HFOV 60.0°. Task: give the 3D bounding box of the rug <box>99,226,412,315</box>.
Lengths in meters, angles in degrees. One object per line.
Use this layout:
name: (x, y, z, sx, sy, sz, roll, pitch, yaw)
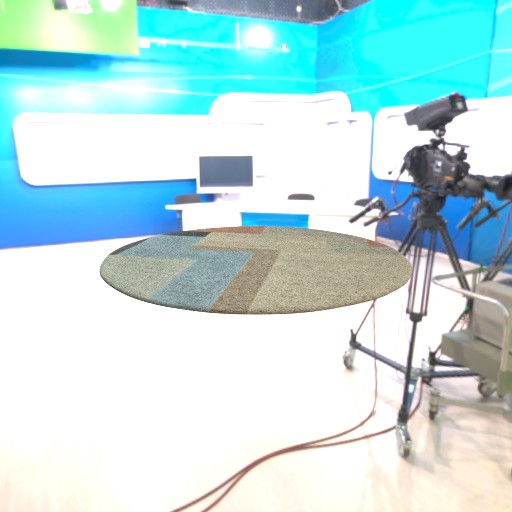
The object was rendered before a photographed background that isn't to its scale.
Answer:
rug: (0.000, 0.000, 3.677, 2.461, 0.033, 2.461, 0, 15, 0)
